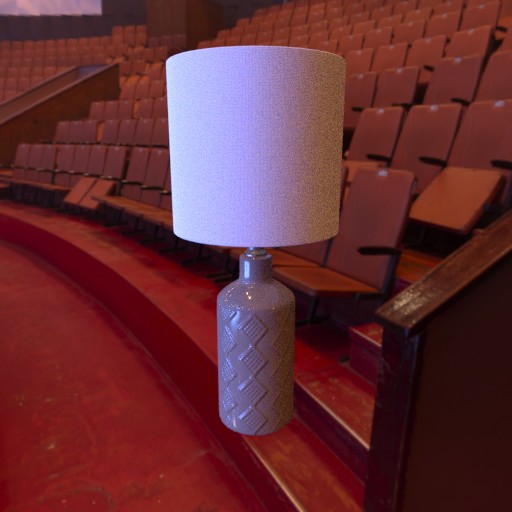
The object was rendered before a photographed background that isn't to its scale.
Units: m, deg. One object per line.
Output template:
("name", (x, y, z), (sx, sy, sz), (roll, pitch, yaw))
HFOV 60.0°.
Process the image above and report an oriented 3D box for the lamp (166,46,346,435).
("lamp", (0.000, 0.000, 0.574), (0.207, 0.461, 0.207), (-7, 16, -25))
